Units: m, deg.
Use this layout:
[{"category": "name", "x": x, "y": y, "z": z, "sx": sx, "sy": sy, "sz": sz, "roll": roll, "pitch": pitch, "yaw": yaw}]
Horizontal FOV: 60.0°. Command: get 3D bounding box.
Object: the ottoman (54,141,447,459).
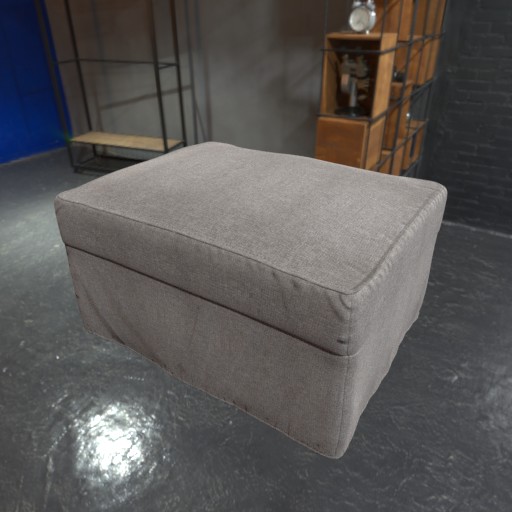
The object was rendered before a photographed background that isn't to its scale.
[{"category": "ottoman", "x": 0.000, "y": 0.000, "z": 1.246, "sx": 0.833, "sy": 0.492, "sz": 0.652, "roll": 18, "pitch": 34, "yaw": 28}]
